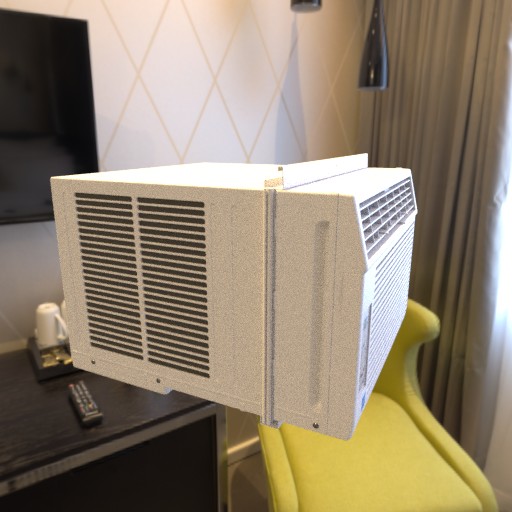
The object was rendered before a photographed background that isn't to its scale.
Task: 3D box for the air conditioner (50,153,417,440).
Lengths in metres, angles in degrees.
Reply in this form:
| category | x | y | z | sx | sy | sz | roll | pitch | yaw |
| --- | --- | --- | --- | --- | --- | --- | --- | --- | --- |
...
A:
| category | x | y | z | sx | sy | sz | roll | pitch | yaw |
| --- | --- | --- | --- | --- | --- | --- | --- | --- | --- |
| air conditioner | 0.000 | 0.000 | 0.886 | 0.546 | 0.388 | 0.503 | 7 | 17 | 25 |
